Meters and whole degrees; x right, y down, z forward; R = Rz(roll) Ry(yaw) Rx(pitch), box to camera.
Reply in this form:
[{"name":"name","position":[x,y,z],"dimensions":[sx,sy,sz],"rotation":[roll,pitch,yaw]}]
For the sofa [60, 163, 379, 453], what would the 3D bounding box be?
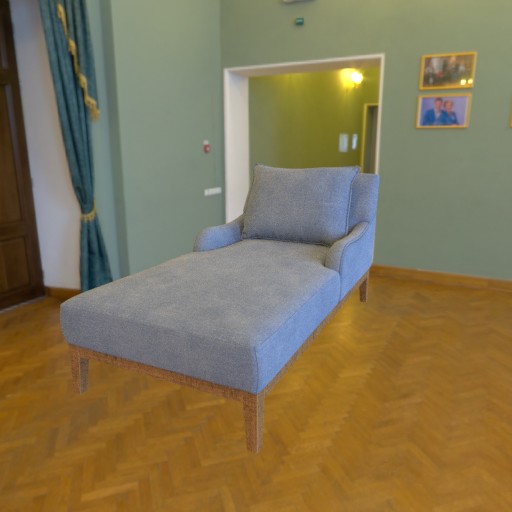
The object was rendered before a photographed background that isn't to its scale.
[{"name":"sofa","position":[0.000,0.000,2.313],"dimensions":[0.904,0.883,1.779],"rotation":[7,16,25]}]
